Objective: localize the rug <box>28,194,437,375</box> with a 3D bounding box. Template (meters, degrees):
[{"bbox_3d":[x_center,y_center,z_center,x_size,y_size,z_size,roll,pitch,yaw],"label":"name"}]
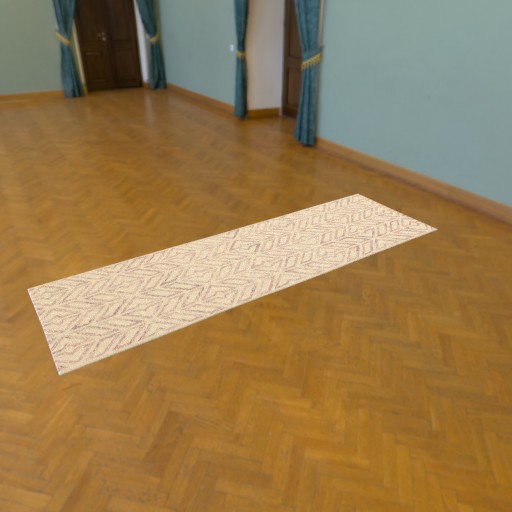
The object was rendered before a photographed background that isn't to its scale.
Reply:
[{"bbox_3d":[0.000,0.000,2.680,2.435,0.009,0.750,-18,35,-28],"label":"rug"}]
